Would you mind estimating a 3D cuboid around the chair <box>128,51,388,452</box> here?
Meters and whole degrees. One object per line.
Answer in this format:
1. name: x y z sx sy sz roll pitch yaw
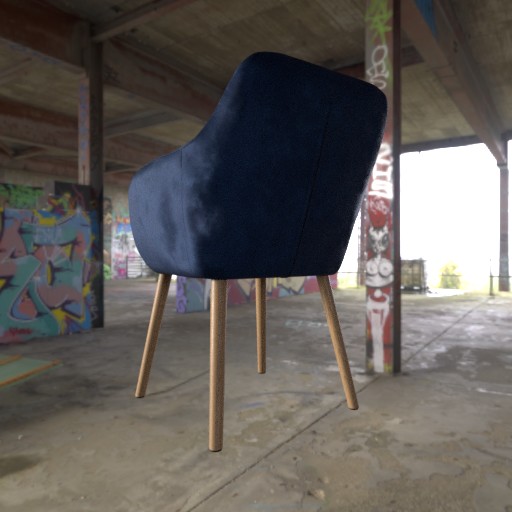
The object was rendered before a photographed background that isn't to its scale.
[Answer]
1. chair: 0.000 0.000 1.195 0.578 0.826 0.573 0 1 -35
